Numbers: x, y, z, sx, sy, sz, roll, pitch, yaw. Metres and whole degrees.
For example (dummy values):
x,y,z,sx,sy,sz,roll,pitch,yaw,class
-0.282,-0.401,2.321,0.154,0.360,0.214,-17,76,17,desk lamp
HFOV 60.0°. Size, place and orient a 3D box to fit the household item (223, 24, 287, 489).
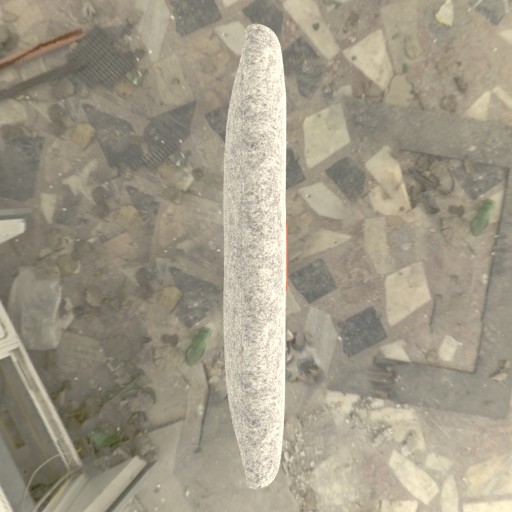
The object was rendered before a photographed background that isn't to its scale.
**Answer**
x,y,z,sx,sy,sz,roll,pitch,yaw,class
0.000,0.000,0.428,0.057,0.221,0.335,0,91,1,household item
